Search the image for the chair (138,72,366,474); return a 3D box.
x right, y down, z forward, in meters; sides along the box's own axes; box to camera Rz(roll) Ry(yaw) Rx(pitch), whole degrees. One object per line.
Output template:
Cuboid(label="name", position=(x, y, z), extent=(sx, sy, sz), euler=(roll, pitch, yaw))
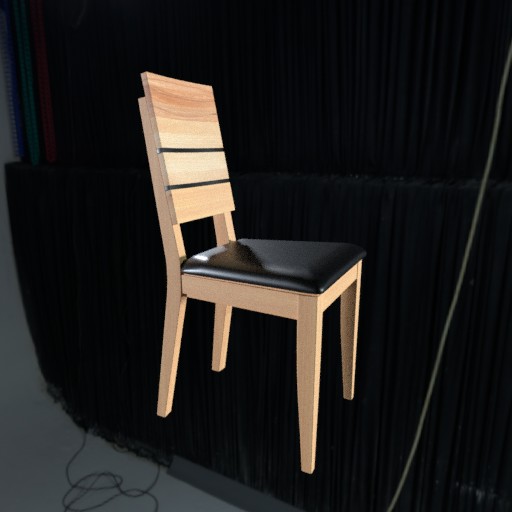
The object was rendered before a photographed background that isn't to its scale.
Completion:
Cuboid(label="chair", position=(0.000, 0.000, 1.221), extent=(0.520, 0.940, 0.410), euler=(7, 15, 26))
